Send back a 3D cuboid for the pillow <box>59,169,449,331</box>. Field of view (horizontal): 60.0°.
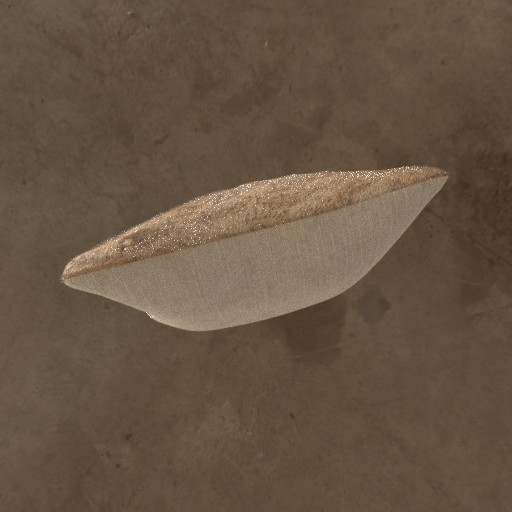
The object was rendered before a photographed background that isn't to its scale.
[{"bbox_3d":[0.000,0.000,0.825,0.538,0.525,0.216,-14,76,-4],"label":"pillow"}]
